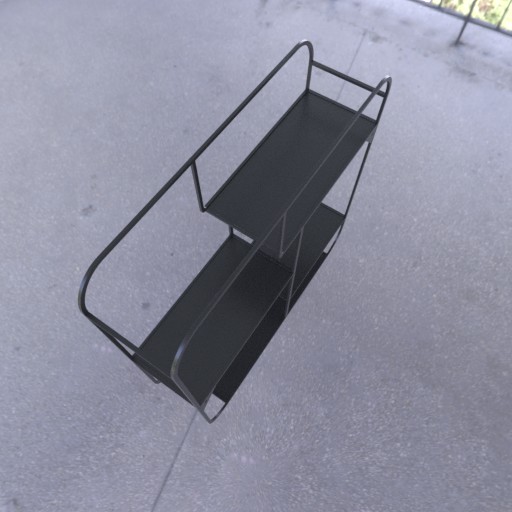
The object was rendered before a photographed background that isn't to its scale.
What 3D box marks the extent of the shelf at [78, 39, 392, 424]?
[{"bbox_3d":[0.000,0.000,0.895,0.160,0.600,0.600,31,67,15],"label":"shelf"}]
